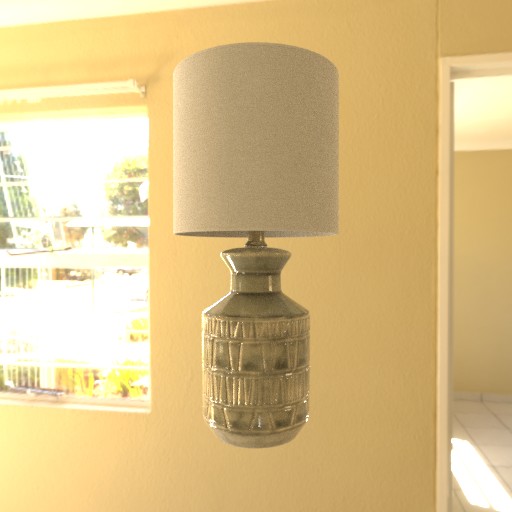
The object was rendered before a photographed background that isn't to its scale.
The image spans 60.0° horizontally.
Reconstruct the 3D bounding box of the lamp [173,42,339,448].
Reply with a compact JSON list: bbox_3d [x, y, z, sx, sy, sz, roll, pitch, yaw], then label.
[{"bbox_3d":[0.000,0.000,0.576,0.211,0.455,0.211,0,0,0],"label":"lamp"}]
